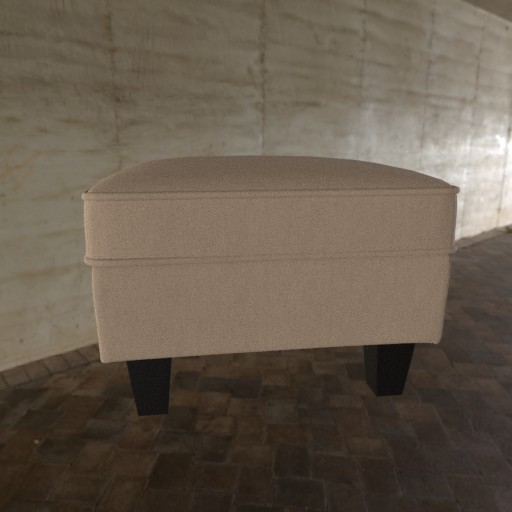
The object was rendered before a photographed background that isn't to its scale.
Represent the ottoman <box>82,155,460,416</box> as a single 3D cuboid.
[{"bbox_3d":[0.000,0.000,0.996,0.616,0.438,0.613,-2,14,-8],"label":"ottoman"}]
